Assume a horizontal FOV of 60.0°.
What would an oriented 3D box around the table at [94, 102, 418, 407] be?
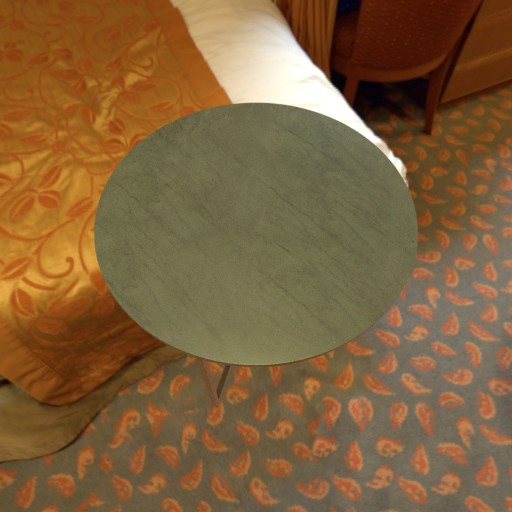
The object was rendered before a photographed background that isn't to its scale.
[{"bbox_3d":[0.000,0.000,1.306,0.800,0.450,0.800,0,58,0],"label":"table"}]
